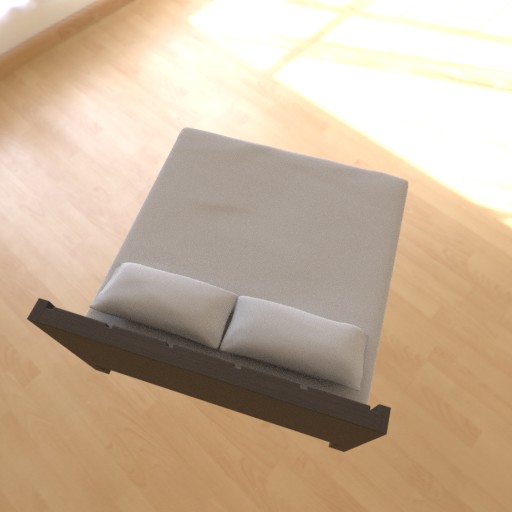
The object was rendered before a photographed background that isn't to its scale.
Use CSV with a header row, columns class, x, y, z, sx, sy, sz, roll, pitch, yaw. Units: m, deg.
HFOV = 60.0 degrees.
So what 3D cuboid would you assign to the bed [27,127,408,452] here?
class,x,y,z,sx,sy,sz,roll,pitch,yaw
bed,0.000,0.000,3.518,2.143,1.261,2.238,15,63,8
